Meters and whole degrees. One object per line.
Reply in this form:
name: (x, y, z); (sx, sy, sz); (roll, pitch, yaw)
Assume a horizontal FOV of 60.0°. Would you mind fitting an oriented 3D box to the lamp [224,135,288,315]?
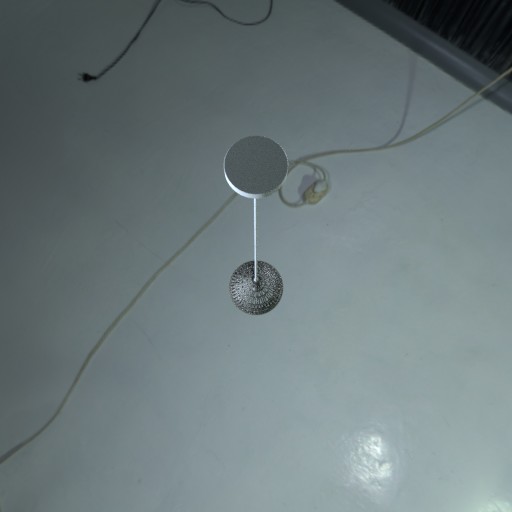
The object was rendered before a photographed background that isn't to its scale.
lamp: (0.000, 0.000, 2.079); (0.355, 1.919, 0.355); (33, 78, 8)
